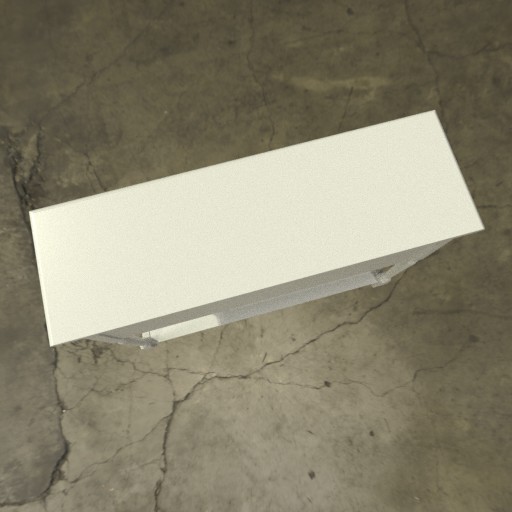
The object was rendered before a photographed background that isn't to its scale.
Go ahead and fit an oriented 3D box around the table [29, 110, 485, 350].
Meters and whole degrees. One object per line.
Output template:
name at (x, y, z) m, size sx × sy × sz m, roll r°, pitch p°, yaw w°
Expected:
table at (0.000, 0.000, 1.603) m, size 1.197 × 0.808 × 0.384 m, roll -15°, pitch 76°, yaw -4°
